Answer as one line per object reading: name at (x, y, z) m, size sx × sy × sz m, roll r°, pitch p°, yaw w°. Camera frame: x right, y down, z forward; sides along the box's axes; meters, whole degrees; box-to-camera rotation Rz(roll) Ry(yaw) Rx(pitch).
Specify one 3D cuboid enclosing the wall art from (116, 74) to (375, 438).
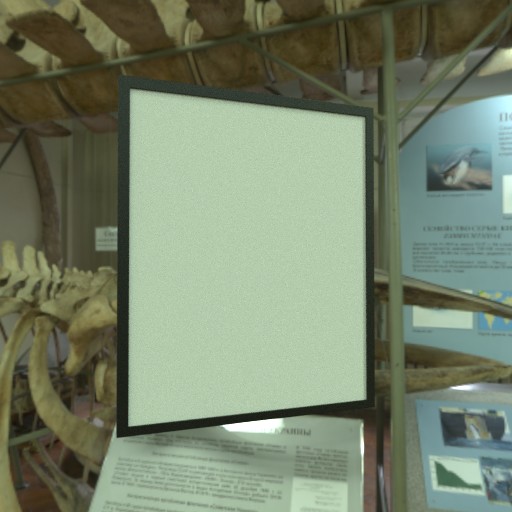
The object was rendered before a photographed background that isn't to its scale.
wall art at (0.000, 0.000, 0.544) m, size 0.325 × 0.397 × 0.018 m, roll 0°, pitch -1°, yaw -19°
